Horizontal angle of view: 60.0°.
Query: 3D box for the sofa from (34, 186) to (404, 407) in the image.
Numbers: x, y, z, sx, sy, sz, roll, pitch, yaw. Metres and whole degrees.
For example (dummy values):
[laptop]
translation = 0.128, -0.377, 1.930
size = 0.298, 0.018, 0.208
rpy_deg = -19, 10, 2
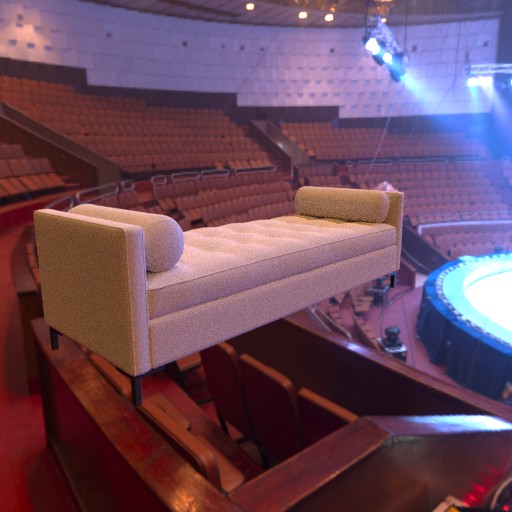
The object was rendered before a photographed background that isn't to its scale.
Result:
[sofa]
translation = 0.000, 0.000, 2.380
size = 0.746, 0.641, 1.985
rpy_deg = 12, 17, 42
